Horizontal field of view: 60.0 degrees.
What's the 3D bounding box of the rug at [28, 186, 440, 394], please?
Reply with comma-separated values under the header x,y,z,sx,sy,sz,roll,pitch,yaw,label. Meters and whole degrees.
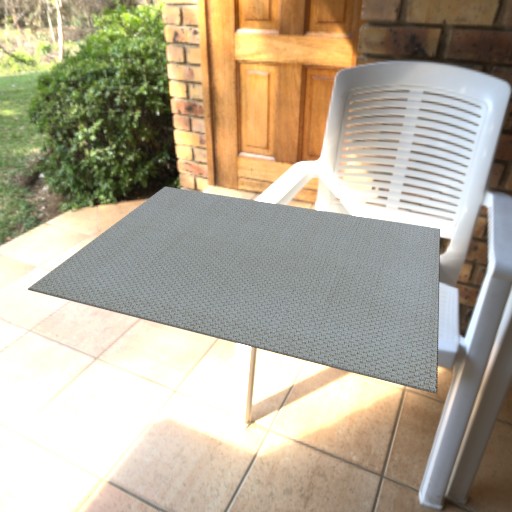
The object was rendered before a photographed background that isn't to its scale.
x,y,z,sx,sy,sz,roll,pitch,yaw,label
0.000,0.000,2.749,2.144,0.013,1.509,11,34,17,rug
